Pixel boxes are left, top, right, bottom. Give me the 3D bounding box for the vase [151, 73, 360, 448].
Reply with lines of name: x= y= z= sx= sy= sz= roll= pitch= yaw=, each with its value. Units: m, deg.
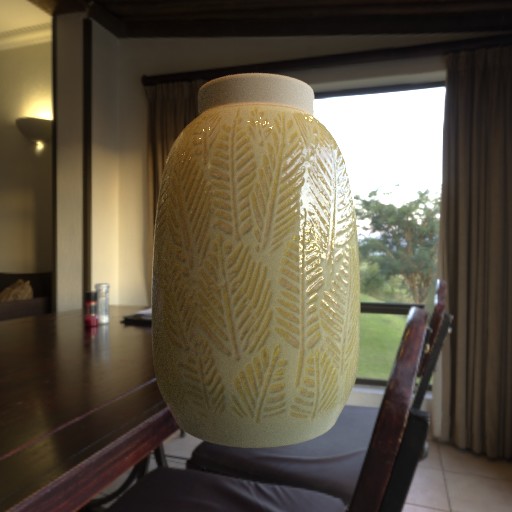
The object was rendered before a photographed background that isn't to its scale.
vase: x=0.000 y=0.000 z=0.374 sx=0.172 sy=0.270 sz=0.172 roll=0 pitch=1 yaw=0
